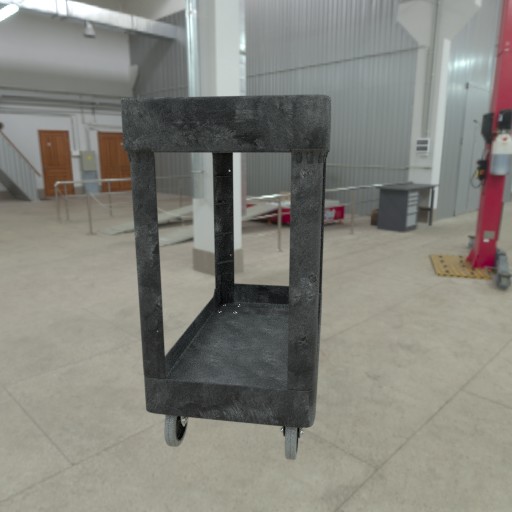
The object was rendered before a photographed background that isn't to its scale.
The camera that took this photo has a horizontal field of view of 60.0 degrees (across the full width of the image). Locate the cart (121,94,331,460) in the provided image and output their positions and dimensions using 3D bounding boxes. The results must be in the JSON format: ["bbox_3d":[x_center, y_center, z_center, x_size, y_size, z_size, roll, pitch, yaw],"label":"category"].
[{"bbox_3d":[0.000,0.000,1.350,0.420,0.824,0.877,2,14,9],"label":"cart"}]
